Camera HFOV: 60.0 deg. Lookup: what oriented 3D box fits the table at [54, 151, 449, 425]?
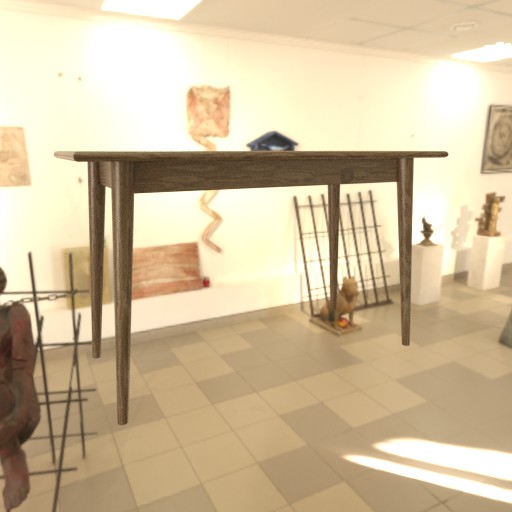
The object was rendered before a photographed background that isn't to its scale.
[{"bbox_3d":[0.000,0.000,1.693,1.300,0.780,0.599,-7,15,-27],"label":"table"}]
